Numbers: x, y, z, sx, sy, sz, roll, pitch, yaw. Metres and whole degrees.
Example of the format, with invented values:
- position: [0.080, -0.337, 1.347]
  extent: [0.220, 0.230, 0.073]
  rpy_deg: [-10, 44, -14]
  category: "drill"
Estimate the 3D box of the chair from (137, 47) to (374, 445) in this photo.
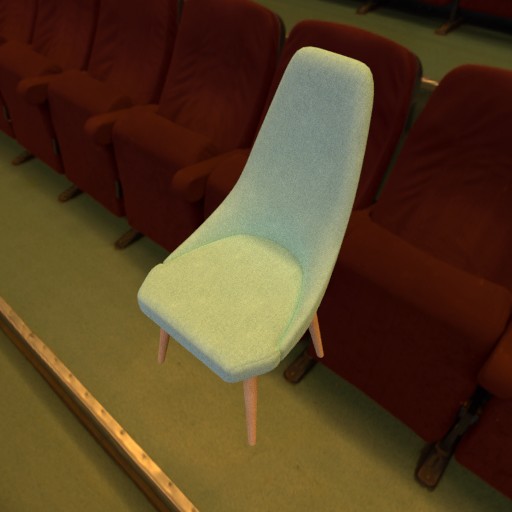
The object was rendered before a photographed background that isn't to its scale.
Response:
- position: [0.000, 0.000, 1.372]
  extent: [0.510, 1.040, 0.660]
  rpy_deg: [32, 54, 28]
  category: "chair"
